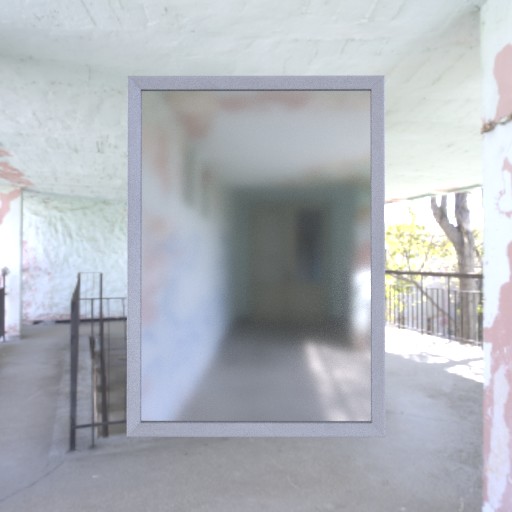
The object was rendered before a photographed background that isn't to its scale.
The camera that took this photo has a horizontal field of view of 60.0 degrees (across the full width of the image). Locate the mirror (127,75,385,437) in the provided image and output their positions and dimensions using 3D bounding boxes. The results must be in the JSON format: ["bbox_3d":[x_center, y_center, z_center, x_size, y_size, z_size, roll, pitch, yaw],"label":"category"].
[{"bbox_3d":[0.000,0.000,0.890,0.507,0.710,0.039,0,0,0],"label":"mirror"}]
